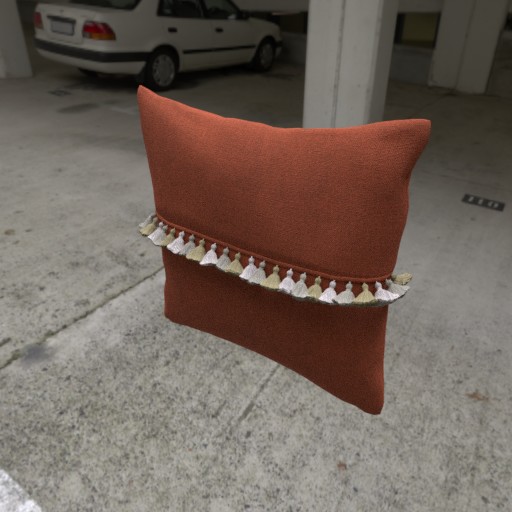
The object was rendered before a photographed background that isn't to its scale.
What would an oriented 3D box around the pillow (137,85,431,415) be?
[{"bbox_3d":[0.000,0.000,0.720,0.490,0.482,0.165,18,34,28],"label":"pillow"}]
